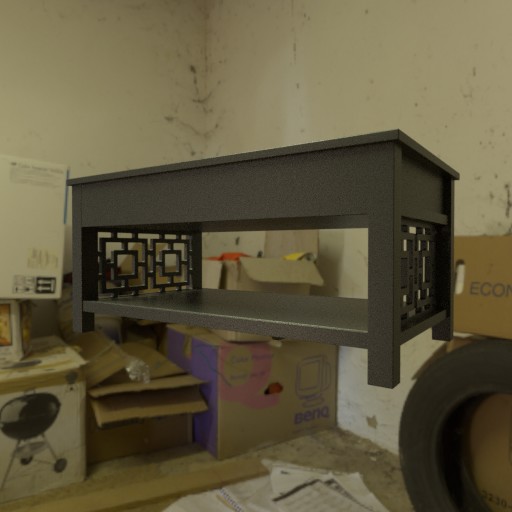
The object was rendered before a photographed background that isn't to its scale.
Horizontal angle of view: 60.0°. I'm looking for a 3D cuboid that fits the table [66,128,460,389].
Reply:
[{"bbox_3d":[0.000,0.000,1.384,1.068,0.493,0.612,1,1,35],"label":"table"}]
